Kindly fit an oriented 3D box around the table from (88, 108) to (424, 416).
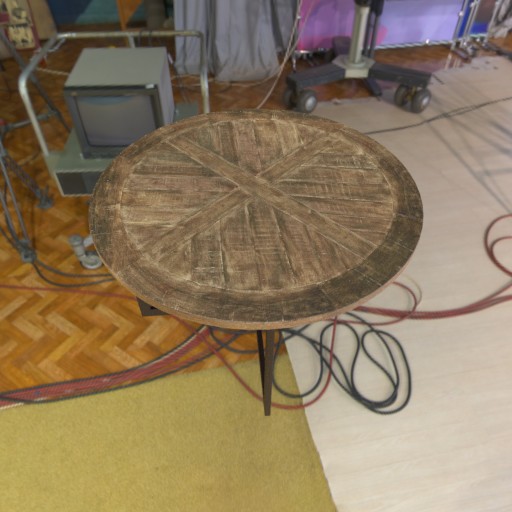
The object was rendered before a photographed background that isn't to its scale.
[{"bbox_3d":[0.000,0.000,2.000,1.264,0.762,1.264,0,46,0],"label":"table"}]
